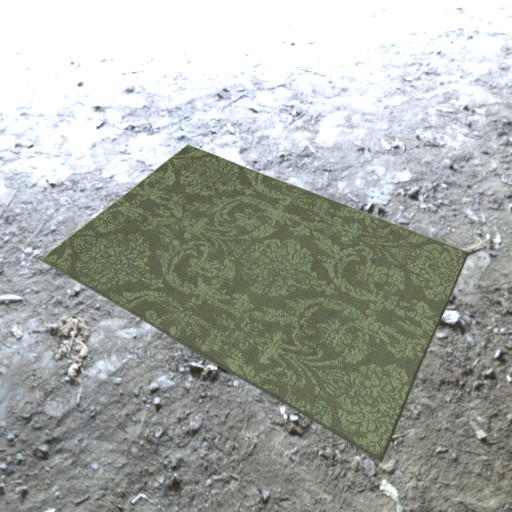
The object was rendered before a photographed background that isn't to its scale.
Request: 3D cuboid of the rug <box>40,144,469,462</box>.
[{"bbox_3d":[0.000,0.000,2.254,1.824,0.012,1.206,25,53,21],"label":"rug"}]
